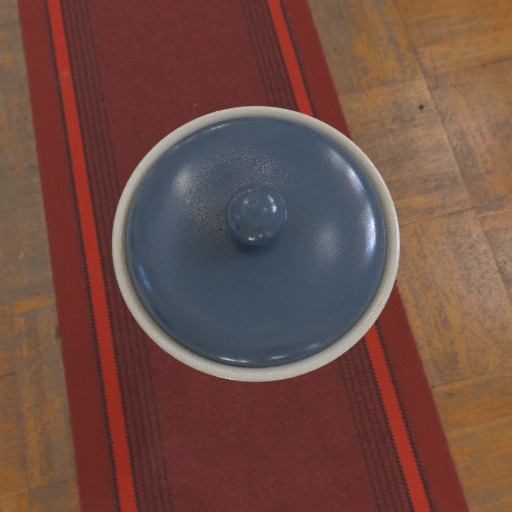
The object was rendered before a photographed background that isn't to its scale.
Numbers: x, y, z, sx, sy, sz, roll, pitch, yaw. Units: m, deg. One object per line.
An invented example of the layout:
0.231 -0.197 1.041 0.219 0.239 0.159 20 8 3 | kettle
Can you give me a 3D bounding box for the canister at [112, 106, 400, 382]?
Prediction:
0.000 0.000 0.337 0.182 0.208 0.182 0 75 0 | canister
